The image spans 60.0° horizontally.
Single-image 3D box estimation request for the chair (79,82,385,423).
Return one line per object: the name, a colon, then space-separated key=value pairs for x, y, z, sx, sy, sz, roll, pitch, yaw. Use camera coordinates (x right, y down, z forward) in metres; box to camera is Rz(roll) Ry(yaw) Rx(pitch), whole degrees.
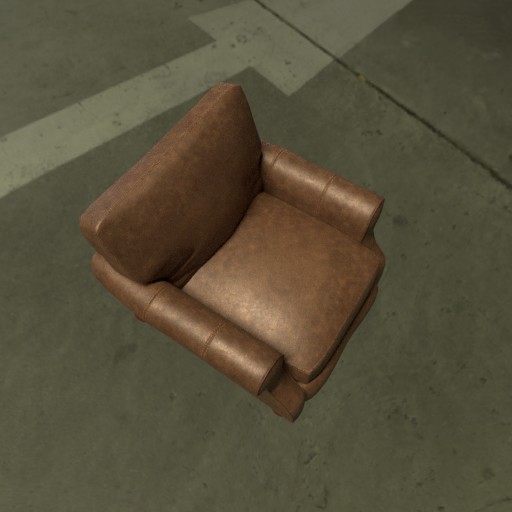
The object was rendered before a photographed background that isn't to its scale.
chair: x=0.000 y=0.000 z=1.858 sx=1.002 sy=0.976 sz=0.996 roll=30 pitch=63 yaw=17
